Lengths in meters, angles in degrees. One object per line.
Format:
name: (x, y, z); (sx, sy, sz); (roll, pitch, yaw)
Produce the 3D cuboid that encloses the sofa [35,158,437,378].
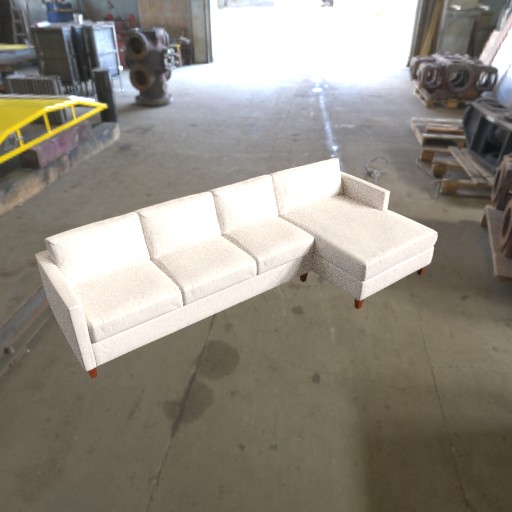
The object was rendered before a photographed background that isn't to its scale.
sofa: (0.000, 0.000, 4.176); (3.471, 0.954, 1.606); (-21, 37, -31)
